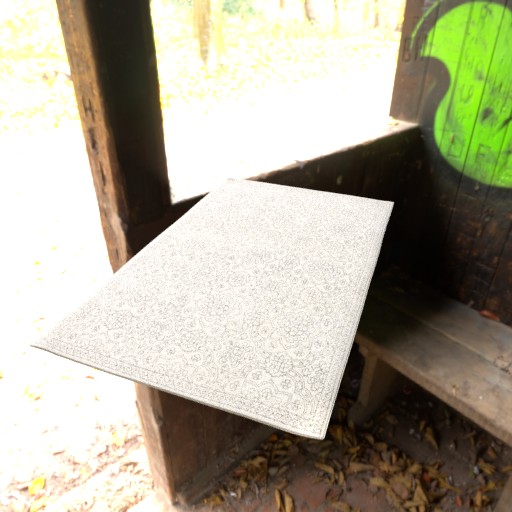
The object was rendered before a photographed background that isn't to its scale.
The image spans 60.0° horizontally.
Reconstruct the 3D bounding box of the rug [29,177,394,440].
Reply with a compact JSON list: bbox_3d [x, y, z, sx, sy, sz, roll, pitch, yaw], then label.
[{"bbox_3d":[0.000,0.000,2.360,1.214,0.023,1.947,12,34,18],"label":"rug"}]
